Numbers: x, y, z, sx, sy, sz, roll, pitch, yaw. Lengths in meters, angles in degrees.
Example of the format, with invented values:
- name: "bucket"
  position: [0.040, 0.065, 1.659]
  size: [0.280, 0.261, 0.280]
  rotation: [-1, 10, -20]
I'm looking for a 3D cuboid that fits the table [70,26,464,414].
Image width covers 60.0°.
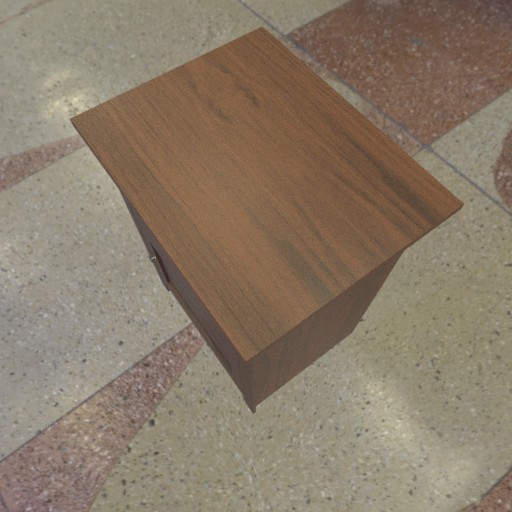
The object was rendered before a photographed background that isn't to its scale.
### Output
- name: "table"
  position: [0.000, 0.000, 0.947]
  size: [0.381, 0.636, 0.480]
  rotation: [-33, 67, -16]
